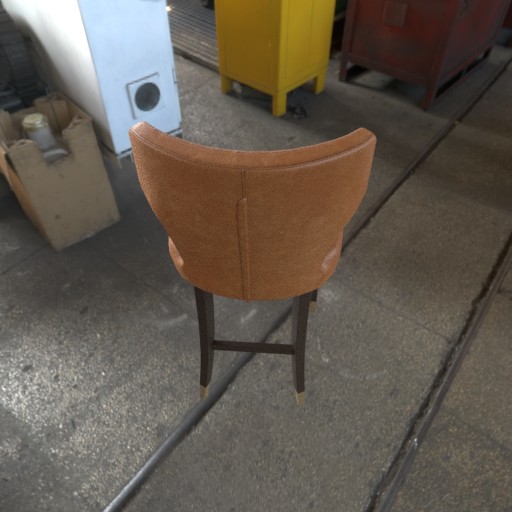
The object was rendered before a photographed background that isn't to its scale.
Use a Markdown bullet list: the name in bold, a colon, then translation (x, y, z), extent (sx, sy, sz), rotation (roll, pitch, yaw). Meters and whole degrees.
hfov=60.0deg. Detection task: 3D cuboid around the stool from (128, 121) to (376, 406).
- **stool**: translation (0.000, 0.000, 1.398), extent (0.526, 1.092, 0.563), rotation (3, 47, 3)
